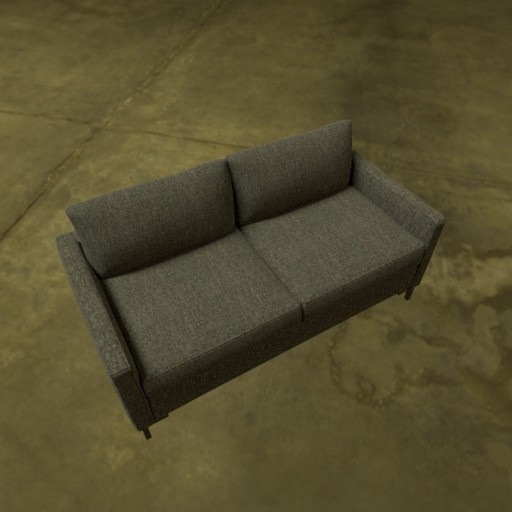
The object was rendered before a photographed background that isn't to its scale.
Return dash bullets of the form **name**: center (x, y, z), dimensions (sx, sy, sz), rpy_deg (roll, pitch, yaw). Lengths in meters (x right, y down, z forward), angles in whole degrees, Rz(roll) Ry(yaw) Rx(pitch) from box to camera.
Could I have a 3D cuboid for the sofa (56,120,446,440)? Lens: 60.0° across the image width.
- **sofa**: center (0.000, 0.000, 2.249), dimensions (1.716, 0.862, 0.866), rpy_deg (-23, 50, -21)
